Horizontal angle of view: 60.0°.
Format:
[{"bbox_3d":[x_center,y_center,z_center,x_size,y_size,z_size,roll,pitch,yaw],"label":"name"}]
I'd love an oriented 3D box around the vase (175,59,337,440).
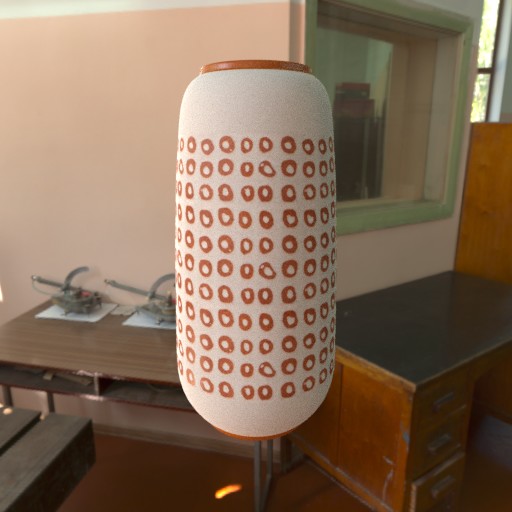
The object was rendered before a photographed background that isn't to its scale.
[{"bbox_3d":[0.000,0.000,0.359,0.133,0.282,0.133,0,14,0],"label":"vase"}]
